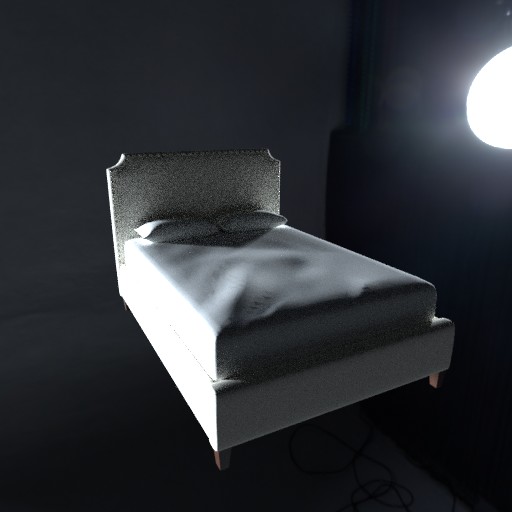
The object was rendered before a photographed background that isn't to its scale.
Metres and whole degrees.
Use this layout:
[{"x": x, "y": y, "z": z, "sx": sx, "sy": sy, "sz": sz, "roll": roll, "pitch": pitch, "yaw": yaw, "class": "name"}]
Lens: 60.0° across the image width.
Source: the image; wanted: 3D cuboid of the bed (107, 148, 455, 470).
[{"x": 0.000, "y": 0.000, "z": 3.399, "sx": 1.712, "sy": 1.443, "sz": 2.365, "roll": -9, "pitch": 19, "yaw": -26, "class": "bed"}]
